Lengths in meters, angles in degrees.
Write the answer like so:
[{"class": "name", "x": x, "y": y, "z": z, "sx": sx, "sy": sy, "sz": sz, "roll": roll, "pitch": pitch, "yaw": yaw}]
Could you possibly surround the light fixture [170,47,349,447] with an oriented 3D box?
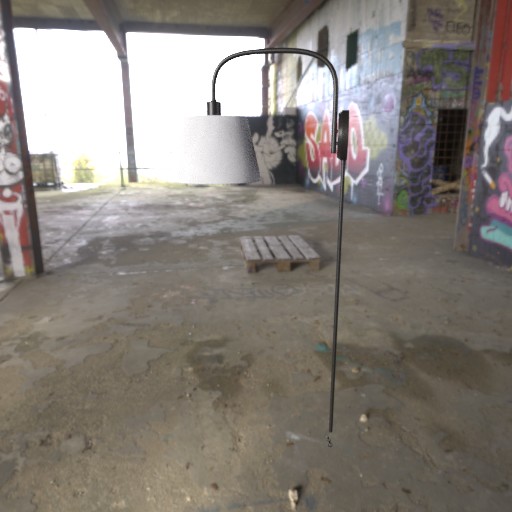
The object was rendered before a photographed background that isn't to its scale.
[{"class": "light fixture", "x": 0.000, "y": 0.000, "z": 0.463, "sx": 0.176, "sy": 0.399, "sz": 0.092, "roll": 2, "pitch": 14, "yaw": 10}]
